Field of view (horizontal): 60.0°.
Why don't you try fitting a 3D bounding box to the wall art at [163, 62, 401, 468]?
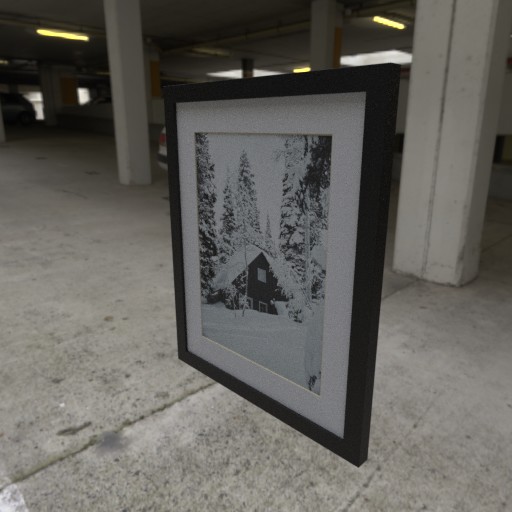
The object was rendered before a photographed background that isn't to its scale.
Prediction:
[{"bbox_3d":[0.000,0.000,0.530,0.325,0.397,0.018,16,23,43],"label":"wall art"}]
